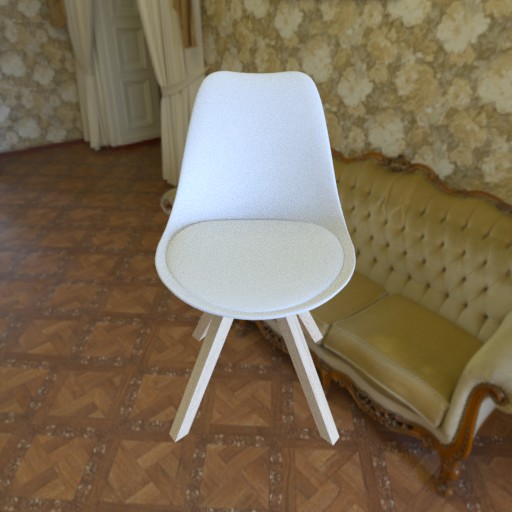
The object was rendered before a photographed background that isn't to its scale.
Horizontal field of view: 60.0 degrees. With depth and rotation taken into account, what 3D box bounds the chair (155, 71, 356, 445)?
[{"bbox_3d":[0.000,0.000,1.179,0.485,0.850,0.550,1,30,1],"label":"chair"}]
